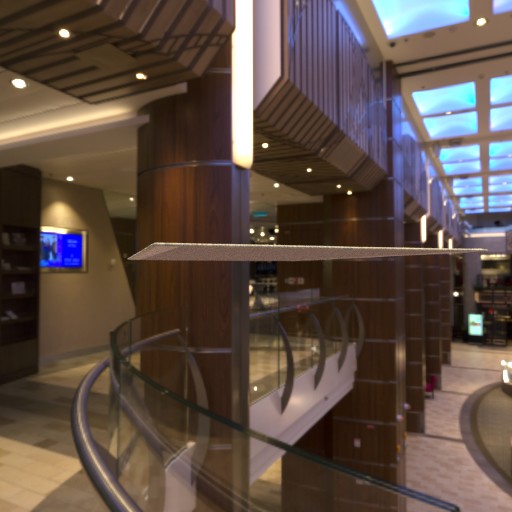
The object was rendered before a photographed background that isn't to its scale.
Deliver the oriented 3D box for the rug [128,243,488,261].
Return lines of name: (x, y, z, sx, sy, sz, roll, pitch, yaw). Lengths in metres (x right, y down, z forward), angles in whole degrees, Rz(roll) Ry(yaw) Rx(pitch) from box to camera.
rug: (0.000, 0.000, 2.367, 1.250, 0.015, 1.850, 1, -2, -18)
